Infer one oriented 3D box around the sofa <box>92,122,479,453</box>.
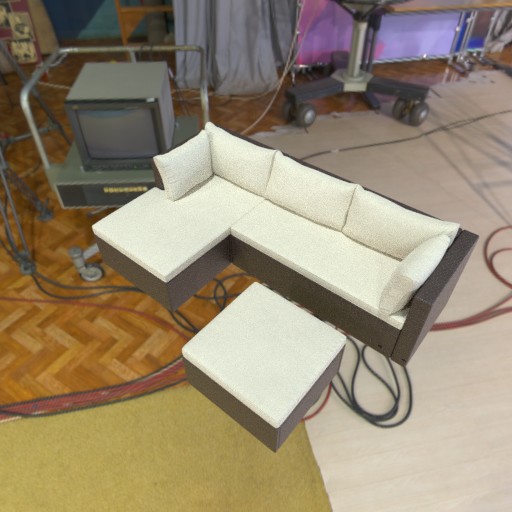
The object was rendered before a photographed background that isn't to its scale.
[{"bbox_3d":[0.000,0.000,2.902,2.192,0.766,1.612,30,52,27],"label":"sofa"}]
